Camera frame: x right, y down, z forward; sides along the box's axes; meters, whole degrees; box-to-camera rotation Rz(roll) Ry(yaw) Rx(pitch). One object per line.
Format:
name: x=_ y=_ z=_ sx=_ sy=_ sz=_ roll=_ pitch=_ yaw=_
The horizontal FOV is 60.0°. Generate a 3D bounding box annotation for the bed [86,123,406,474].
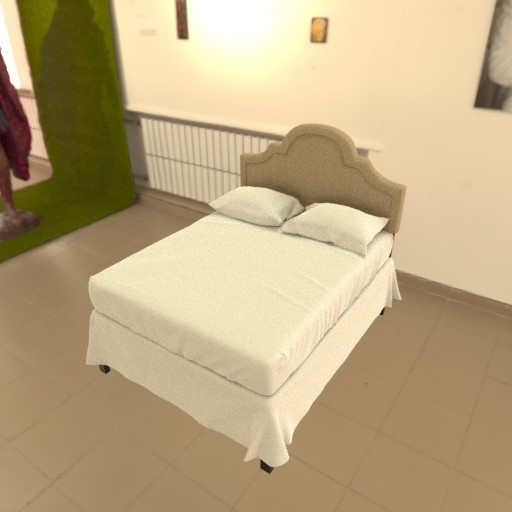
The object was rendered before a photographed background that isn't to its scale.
bed: x=0.000 y=0.000 z=3.393 sx=1.780 sy=1.634 sz=2.222 roll=18 pitch=34 yaw=29
